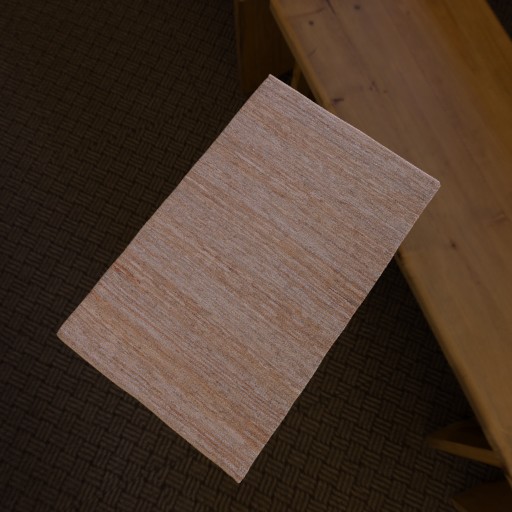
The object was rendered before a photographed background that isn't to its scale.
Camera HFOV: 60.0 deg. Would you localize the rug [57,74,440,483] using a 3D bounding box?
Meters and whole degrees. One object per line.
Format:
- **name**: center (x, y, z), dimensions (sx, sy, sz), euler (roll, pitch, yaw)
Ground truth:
- **rug**: center (0.000, 0.000, 3.055), dimensions (1.529, 0.009, 2.446), euler (35, 79, 8)
